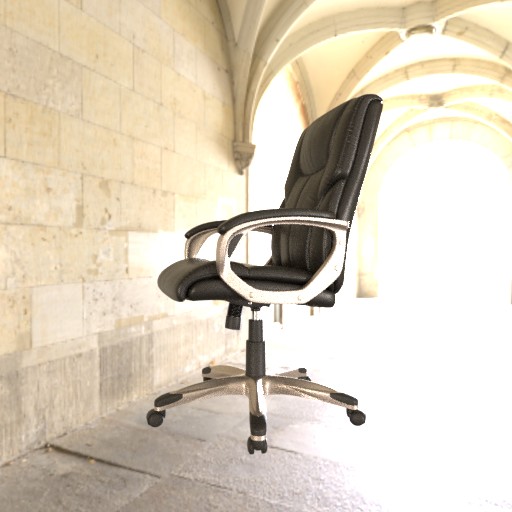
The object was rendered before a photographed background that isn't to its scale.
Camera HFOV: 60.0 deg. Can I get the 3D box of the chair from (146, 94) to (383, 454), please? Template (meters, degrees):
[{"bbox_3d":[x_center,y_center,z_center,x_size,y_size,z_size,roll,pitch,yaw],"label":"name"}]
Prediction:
[{"bbox_3d":[0.000,0.000,1.615,0.780,1.145,0.700,0,1,-19],"label":"chair"}]
